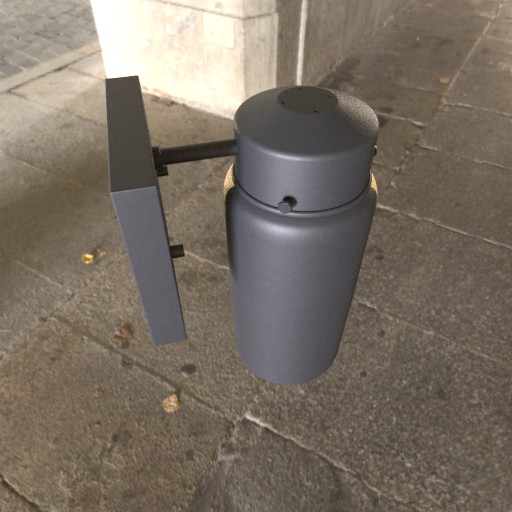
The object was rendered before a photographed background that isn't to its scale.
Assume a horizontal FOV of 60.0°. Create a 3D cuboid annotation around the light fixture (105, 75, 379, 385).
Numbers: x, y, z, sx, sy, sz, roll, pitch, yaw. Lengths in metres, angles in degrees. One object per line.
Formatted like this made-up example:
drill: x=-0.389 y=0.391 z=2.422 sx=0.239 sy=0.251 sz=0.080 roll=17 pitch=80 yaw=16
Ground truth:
light fixture: x=0.000 y=0.000 z=0.358 sx=0.176 sy=0.257 sz=0.130 roll=-10 pitch=46 yaw=-10
